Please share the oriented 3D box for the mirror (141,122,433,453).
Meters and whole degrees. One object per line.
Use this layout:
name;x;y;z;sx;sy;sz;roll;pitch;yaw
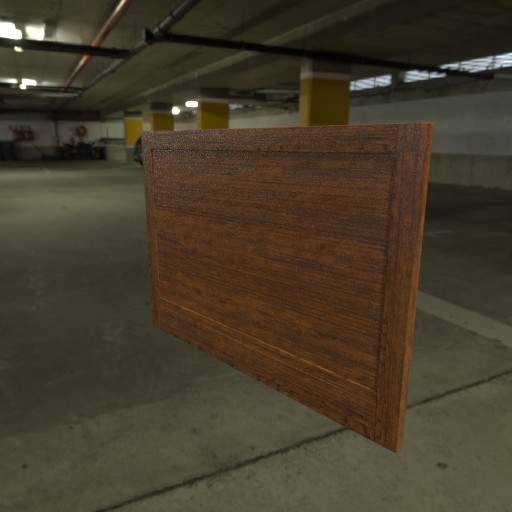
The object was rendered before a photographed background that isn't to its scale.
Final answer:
mirror;0.000;0.000;0.971;0.084;0.537;0.758;-14;20;-43
